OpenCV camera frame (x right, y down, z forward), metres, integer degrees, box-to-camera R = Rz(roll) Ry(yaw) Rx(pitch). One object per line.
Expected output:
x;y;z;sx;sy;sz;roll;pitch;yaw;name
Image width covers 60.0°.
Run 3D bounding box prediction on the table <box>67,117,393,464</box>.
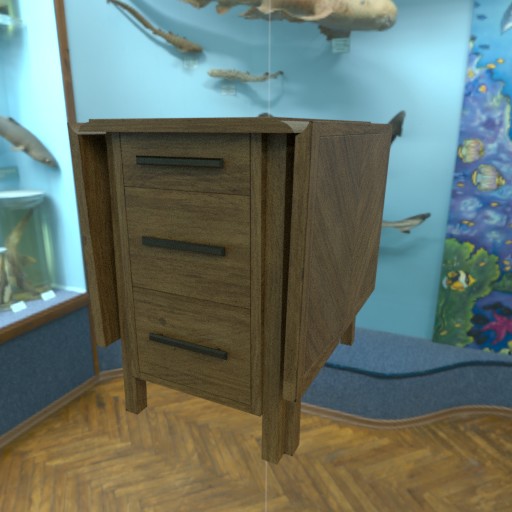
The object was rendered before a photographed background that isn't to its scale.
0.000;0.000;1.306;0.591;0.763;0.746;8;18;26;table
